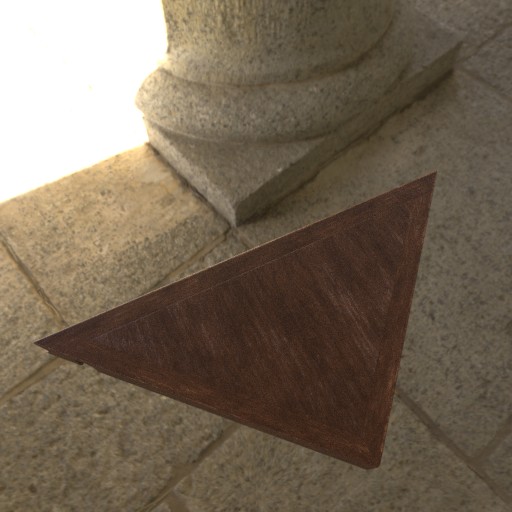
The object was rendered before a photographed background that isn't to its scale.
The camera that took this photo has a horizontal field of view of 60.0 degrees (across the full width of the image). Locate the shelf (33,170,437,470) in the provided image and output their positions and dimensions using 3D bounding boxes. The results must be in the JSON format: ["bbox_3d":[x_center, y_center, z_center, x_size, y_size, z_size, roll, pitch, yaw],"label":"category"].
[{"bbox_3d":[0.000,0.000,0.431,0.296,0.035,0.296,17,63,9],"label":"shelf"}]
